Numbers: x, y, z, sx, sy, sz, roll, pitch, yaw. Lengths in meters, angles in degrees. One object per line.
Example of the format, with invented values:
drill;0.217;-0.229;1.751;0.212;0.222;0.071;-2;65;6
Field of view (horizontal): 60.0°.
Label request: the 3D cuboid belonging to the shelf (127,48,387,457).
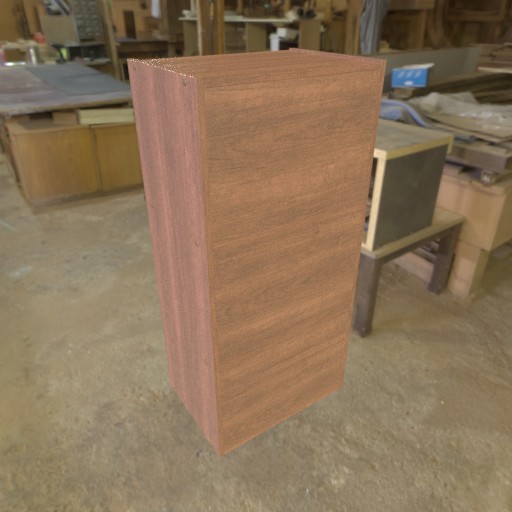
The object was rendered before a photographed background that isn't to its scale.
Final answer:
shelf;0.000;0.000;1.077;0.414;0.879;0.290;-19;35;-29
